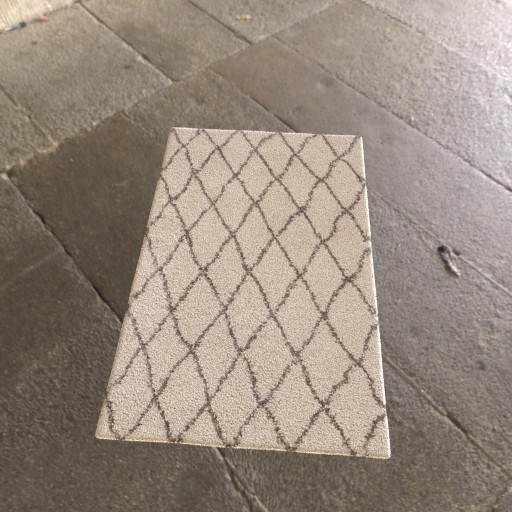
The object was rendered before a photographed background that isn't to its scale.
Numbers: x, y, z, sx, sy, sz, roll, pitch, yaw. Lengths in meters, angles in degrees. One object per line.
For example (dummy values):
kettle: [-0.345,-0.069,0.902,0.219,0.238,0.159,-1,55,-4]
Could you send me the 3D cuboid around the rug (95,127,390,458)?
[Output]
rug: [0.000,0.000,3.390,1.778,0.030,2.743,3,57,2]
